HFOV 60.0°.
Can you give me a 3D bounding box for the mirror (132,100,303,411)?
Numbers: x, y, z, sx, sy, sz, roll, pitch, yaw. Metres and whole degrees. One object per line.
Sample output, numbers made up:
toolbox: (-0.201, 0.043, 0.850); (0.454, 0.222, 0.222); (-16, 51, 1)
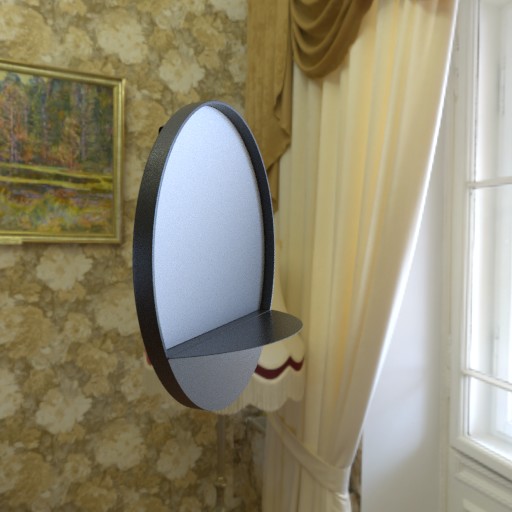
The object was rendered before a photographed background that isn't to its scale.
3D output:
mirror: (0.000, 0.000, 0.675); (0.133, 0.457, 0.457); (1, 2, 19)
